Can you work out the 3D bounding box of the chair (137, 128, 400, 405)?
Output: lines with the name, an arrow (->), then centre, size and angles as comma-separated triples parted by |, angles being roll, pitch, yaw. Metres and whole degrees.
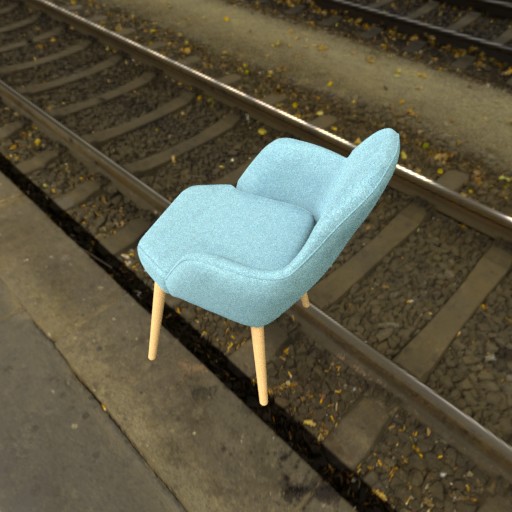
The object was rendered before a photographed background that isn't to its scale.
chair -> 0.000, 0.000, 1.362 | 0.666, 0.920, 0.589 | 17, 49, 16
